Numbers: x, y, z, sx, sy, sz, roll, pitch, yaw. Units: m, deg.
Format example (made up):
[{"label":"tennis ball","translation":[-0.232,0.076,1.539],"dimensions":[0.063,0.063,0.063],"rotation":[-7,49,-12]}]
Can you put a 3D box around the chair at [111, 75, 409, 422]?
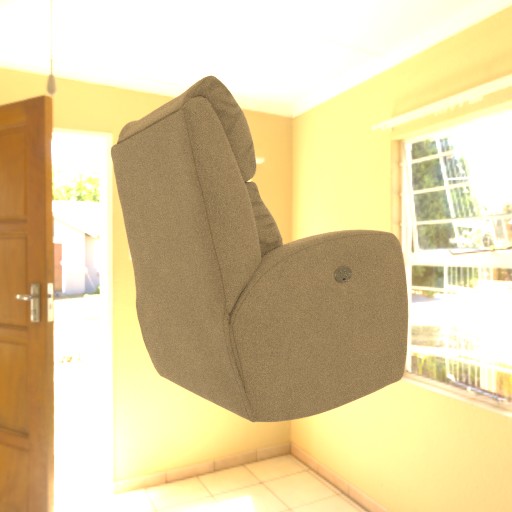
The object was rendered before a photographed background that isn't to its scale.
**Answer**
[{"label":"chair","translation":[0.000,0.000,1.687],"dimensions":[0.940,1.021,0.794],"rotation":[0,0,-37]}]
